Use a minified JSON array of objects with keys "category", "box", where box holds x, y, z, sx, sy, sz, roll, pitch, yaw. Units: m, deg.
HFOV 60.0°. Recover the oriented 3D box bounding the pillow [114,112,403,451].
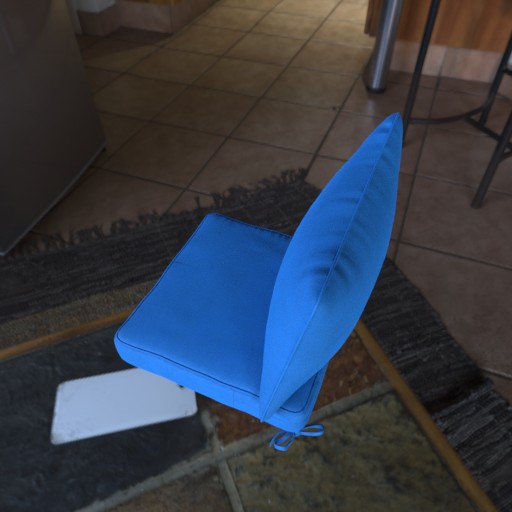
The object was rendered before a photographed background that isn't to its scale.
[{"category":"pillow","box":[0.000,0.000,1.364,0.733,0.725,0.798,18,49,16]}]
